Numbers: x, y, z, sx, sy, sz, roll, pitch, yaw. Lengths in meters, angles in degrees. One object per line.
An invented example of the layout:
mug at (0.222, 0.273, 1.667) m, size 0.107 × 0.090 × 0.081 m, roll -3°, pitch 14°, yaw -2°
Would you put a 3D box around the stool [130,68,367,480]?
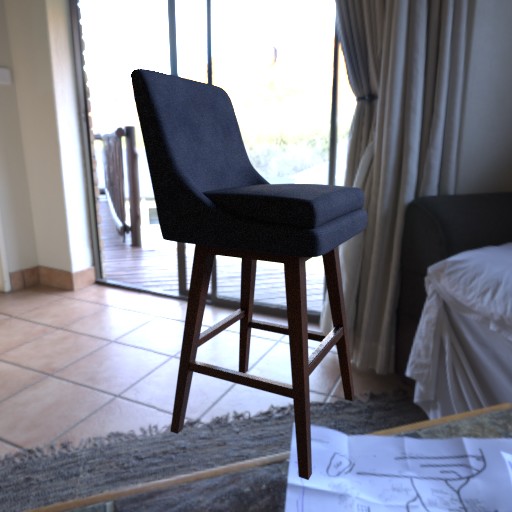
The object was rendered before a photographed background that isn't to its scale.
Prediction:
stool at (0.000, 0.000, 1.367) m, size 0.572 × 1.068 × 0.489 m, roll 7°, pitch 15°, yaw 27°
